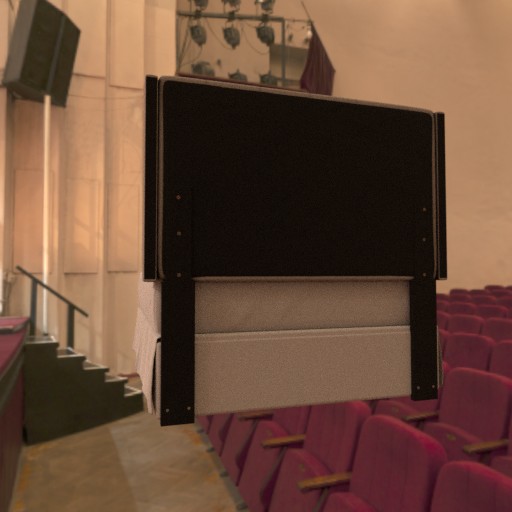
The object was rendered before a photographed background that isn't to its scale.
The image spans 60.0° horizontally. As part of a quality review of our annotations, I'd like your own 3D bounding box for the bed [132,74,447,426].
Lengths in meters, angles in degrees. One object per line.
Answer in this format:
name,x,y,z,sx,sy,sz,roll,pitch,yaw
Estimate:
bed,0.000,0.000,3.286,1.719,1.665,2.066,1,-2,-17
